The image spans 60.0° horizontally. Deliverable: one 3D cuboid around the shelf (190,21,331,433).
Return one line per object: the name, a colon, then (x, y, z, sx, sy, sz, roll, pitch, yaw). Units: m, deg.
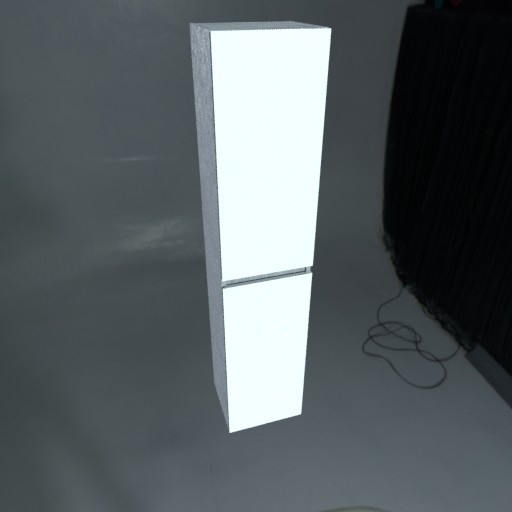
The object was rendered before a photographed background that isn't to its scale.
shelf: (0.000, 0.000, 1.513, 0.300, 1.400, 0.270, -9, 32, -15)
